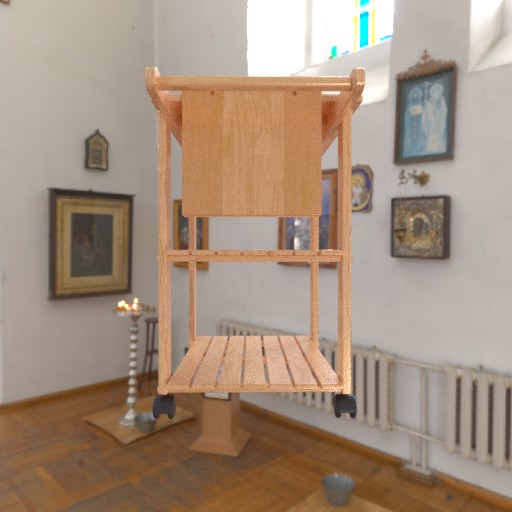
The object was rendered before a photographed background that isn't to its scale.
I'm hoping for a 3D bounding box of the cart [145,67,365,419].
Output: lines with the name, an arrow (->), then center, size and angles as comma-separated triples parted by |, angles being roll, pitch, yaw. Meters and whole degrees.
cart -> 0.000, 0.000, 1.295 | 0.520, 0.816, 0.843 | 0, 0, -1
